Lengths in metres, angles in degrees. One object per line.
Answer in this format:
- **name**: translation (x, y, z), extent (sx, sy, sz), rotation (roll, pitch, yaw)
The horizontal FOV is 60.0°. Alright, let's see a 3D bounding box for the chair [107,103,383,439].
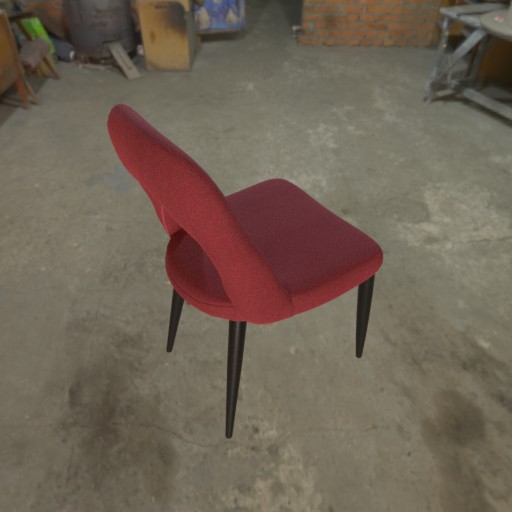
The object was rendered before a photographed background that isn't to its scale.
- **chair**: translation (0.000, 0.000, 1.198), extent (0.569, 0.892, 0.483), rotation (-25, 47, -26)
